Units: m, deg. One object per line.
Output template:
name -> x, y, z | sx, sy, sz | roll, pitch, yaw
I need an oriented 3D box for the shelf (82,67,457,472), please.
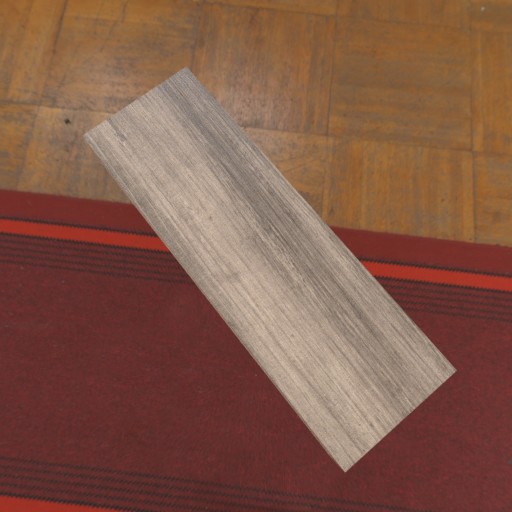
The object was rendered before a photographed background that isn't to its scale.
shelf -> 0.000, 0.000, 0.698 | 0.200, 0.125, 0.610 | -38, 78, -9
